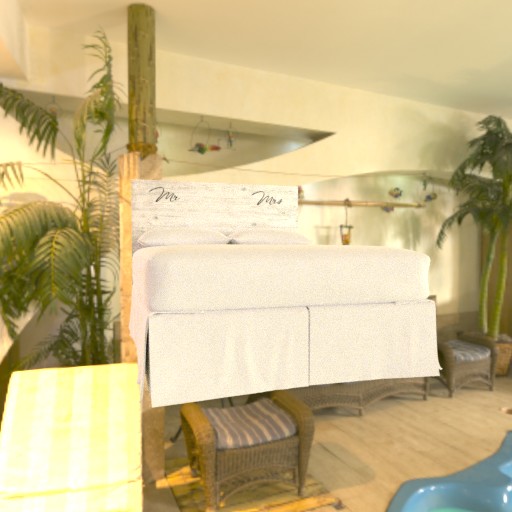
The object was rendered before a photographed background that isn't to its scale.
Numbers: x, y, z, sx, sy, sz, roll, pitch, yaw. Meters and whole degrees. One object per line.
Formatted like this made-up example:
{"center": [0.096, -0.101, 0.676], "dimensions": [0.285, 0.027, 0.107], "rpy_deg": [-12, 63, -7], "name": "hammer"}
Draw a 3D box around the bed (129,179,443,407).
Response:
{"center": [0.000, 0.000, 3.228], "dimensions": [1.745, 1.335, 2.094], "rpy_deg": [0, 1, -17], "name": "bed"}
